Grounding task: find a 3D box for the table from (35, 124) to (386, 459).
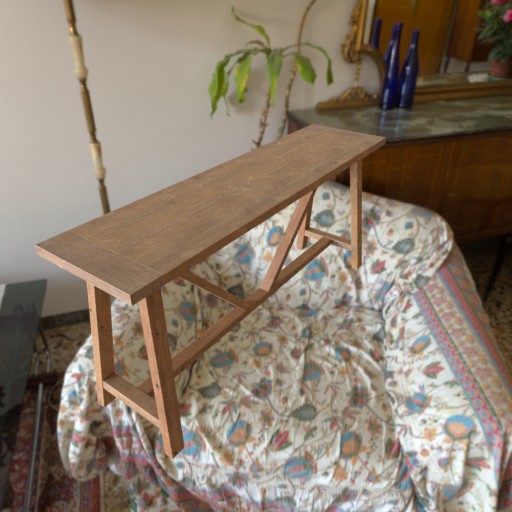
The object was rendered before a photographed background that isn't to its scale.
[{"bbox_3d":[0.000,0.000,2.153,0.465,0.810,1.800,21,37,30],"label":"table"}]
